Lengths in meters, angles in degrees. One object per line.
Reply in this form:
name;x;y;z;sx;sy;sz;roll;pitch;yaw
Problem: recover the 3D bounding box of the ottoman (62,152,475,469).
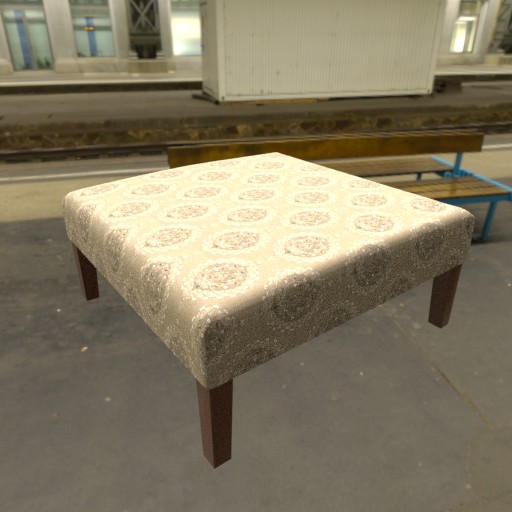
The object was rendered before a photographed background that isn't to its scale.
ottoman;0.000;0.000;1.389;0.890;0.411;0.889;-19;32;-32
